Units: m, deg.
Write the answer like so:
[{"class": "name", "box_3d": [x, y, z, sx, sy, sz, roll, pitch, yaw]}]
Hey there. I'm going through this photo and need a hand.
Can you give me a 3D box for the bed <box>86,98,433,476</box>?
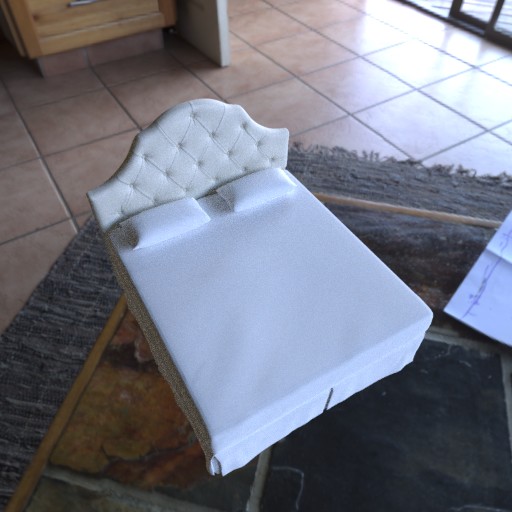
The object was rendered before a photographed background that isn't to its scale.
[{"class": "bed", "box_3d": [0.000, 0.000, 3.524, 2.008, 1.615, 2.214, -23, 52, -20]}]
